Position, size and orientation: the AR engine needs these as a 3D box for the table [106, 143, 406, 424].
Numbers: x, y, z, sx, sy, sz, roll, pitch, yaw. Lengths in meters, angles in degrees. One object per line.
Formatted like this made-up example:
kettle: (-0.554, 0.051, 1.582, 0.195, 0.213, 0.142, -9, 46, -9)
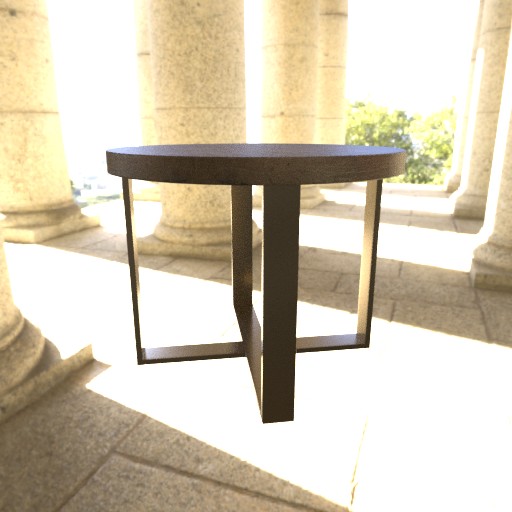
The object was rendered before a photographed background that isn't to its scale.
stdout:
table: (0.000, 0.000, 0.924, 0.557, 0.437, 0.557, 0, 16, 0)
